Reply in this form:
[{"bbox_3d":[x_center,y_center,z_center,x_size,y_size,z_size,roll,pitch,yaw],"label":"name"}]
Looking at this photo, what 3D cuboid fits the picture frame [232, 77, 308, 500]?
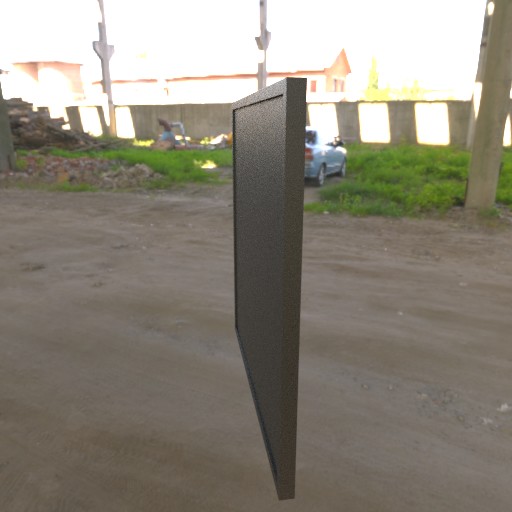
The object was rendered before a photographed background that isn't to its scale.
[{"bbox_3d":[0.000,0.000,1.130,0.032,0.775,0.775,-3,17,-9],"label":"picture frame"}]
